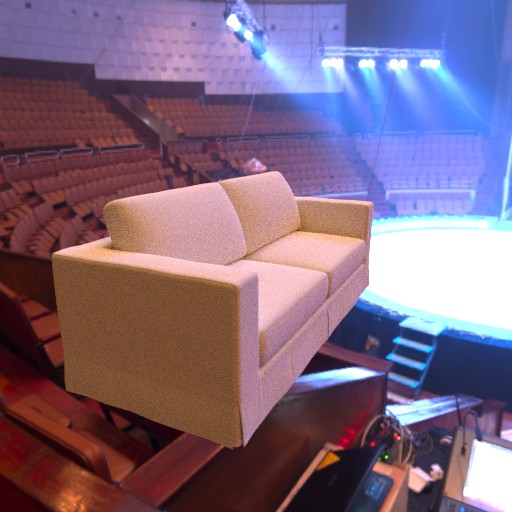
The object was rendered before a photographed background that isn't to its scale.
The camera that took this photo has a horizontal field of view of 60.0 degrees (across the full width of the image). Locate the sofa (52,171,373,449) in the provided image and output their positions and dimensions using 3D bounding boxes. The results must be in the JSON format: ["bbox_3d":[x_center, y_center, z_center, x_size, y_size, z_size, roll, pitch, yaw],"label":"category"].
[{"bbox_3d":[0.000,0.000,2.690,0.954,0.881,2.163,8,17,26],"label":"sofa"}]
